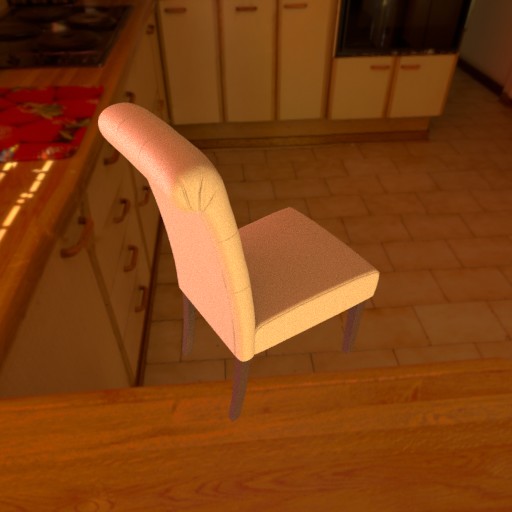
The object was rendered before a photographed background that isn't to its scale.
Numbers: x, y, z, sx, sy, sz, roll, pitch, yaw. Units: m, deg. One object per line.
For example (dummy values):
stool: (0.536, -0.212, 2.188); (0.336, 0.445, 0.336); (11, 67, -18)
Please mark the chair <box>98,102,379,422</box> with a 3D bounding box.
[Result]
chair: (0.000, 0.000, 1.387); (0.671, 1.006, 0.456); (-24, 46, -26)
